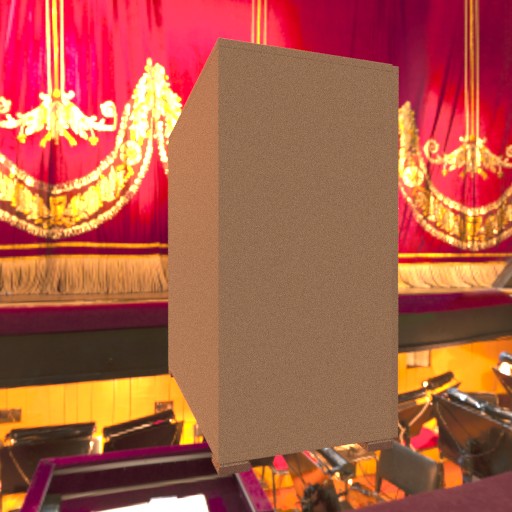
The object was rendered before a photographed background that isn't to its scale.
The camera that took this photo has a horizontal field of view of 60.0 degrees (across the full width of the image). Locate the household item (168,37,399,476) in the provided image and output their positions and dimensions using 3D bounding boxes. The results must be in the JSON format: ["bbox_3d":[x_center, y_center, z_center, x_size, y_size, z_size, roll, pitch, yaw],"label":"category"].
[{"bbox_3d":[0.000,0.000,1.324,0.420,0.870,0.800,0,0,-18],"label":"household item"}]
